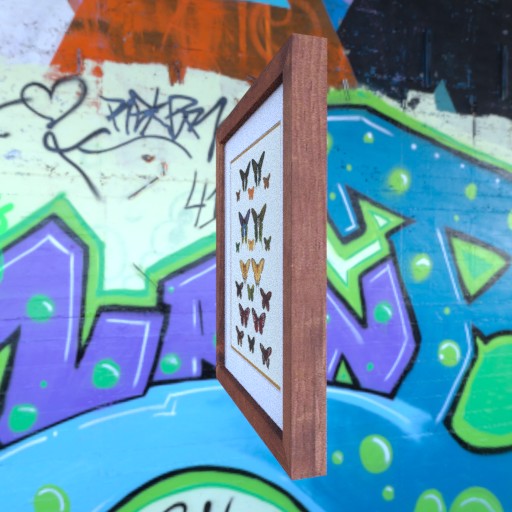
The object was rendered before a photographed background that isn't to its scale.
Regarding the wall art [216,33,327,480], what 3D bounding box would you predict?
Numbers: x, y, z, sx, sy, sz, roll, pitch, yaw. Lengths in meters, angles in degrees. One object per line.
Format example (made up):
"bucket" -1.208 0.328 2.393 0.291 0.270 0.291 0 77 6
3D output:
"wall art" 0.000 0.000 0.631 0.039 0.449 0.377 0 1 -17
